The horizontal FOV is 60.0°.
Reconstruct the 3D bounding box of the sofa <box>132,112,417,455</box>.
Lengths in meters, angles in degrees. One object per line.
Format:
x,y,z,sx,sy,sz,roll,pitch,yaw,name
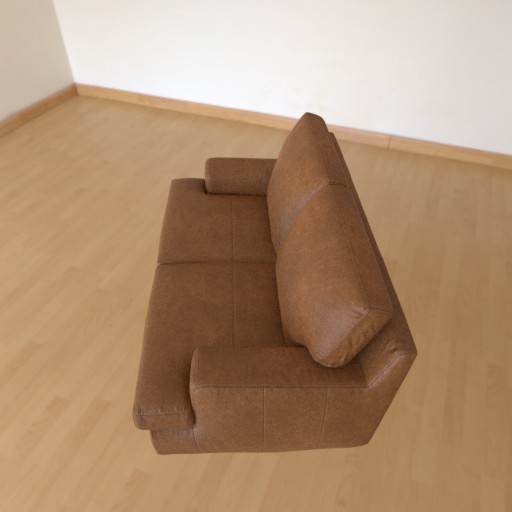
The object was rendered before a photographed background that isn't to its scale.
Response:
0.000,0.000,2.484,1.144,0.966,1.880,-2,42,-2,sofa
